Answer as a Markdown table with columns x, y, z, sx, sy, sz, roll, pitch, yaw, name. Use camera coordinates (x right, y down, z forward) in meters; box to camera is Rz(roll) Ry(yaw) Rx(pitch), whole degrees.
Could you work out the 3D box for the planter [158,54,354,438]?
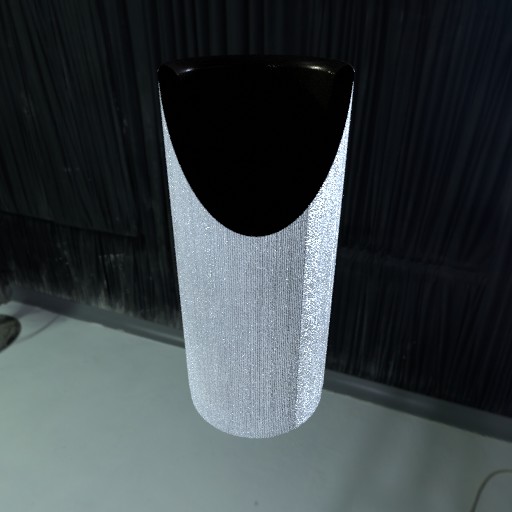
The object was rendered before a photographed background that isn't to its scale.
| x | y | z | sx | sy | sz | roll | pitch | yaw | name |
| --- | --- | --- | --- | --- | --- | --- | --- | --- | --- |
| 0.000 | 0.000 | 0.128 | 0.045 | 0.103 | 0.045 | 9 | 31 | 15 | planter |
